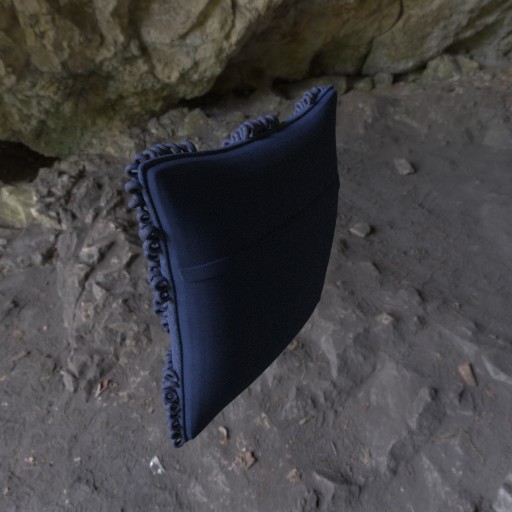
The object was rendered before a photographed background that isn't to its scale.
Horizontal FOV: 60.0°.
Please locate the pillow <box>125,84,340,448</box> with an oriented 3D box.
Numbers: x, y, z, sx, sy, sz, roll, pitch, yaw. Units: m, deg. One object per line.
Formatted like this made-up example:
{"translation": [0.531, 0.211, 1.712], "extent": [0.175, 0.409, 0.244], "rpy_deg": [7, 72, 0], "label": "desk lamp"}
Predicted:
{"translation": [0.000, 0.000, 0.725], "extent": [0.172, 0.466, 0.469], "rpy_deg": [20, 37, 28], "label": "pillow"}
